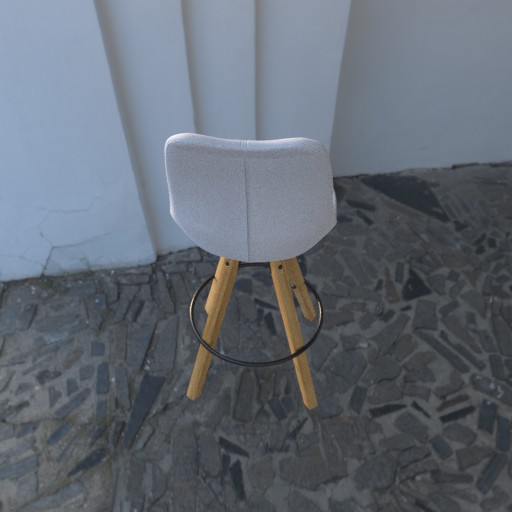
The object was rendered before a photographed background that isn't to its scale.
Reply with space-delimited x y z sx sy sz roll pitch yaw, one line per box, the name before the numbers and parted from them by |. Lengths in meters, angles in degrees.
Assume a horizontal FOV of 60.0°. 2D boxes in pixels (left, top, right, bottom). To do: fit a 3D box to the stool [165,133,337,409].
stool | 0.000 0.000 1.380 0.484 1.115 0.550 3 45 3
